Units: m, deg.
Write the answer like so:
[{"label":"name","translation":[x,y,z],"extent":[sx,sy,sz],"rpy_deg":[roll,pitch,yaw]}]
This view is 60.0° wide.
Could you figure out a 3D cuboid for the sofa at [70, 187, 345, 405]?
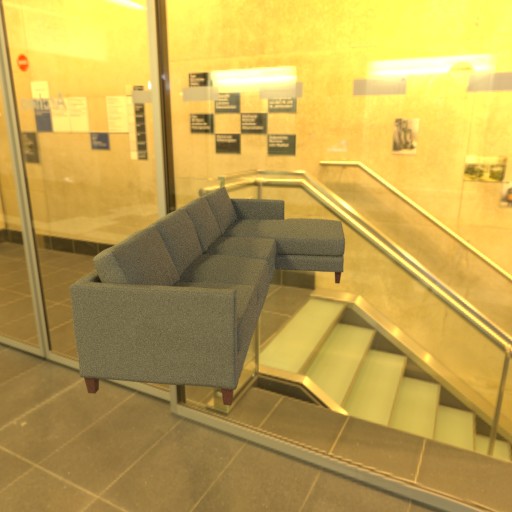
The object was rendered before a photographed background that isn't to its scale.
[{"label":"sofa","translation":[0.000,0.000,3.883],"extent":[1.625,0.861,3.186],"rpy_deg":[2,16,8]}]
